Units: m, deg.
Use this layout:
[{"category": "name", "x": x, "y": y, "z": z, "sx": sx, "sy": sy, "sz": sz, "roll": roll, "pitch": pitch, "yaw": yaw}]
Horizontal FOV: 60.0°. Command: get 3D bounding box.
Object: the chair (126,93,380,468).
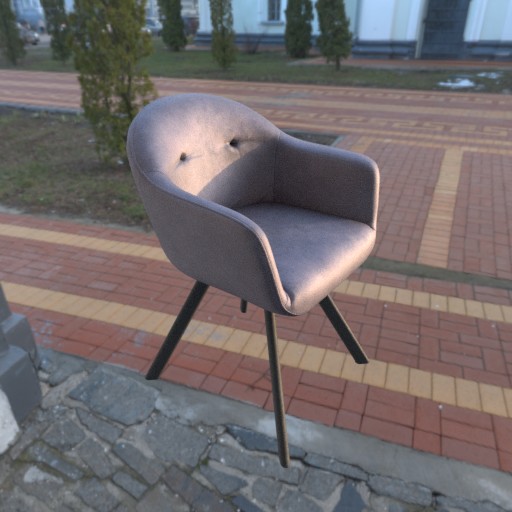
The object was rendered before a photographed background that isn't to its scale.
[{"category": "chair", "x": 0.000, "y": 0.000, "z": 1.192, "sx": 0.544, "sy": 0.781, "sz": 0.567, "roll": 19, "pitch": 34, "yaw": 32}]
